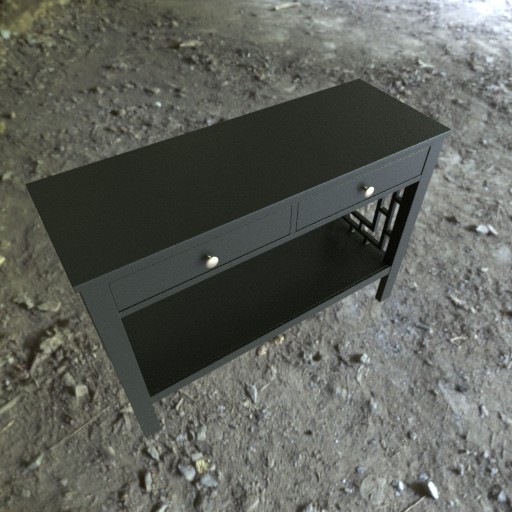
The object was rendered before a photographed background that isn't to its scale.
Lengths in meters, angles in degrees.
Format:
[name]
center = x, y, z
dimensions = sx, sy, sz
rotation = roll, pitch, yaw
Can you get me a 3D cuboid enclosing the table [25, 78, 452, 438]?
[table]
center = 0.000, 0.000, 1.423
dimensions = 1.068, 0.753, 0.397
rotation = -25, 51, -22
